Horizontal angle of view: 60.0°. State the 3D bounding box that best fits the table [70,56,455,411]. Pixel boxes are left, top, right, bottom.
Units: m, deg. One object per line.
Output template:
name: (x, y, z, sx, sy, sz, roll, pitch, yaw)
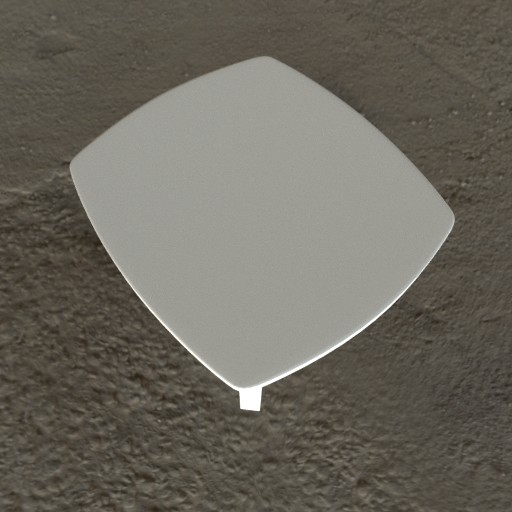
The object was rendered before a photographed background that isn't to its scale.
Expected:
table: (0.000, 0.000, 0.850, 0.451, 0.438, 0.502, -35, 68, -16)
